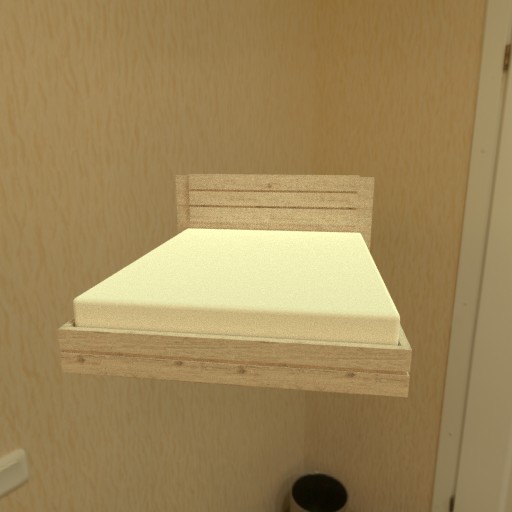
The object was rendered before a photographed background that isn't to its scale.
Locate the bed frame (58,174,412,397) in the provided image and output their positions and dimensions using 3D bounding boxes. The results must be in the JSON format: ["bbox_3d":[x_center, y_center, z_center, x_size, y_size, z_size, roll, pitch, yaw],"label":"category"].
[{"bbox_3d":[0.000,0.000,3.021,1.750,0.970,2.080,2,14,8],"label":"bed frame"}]
